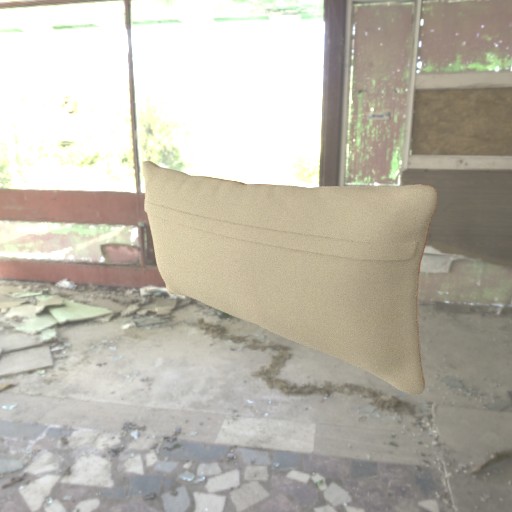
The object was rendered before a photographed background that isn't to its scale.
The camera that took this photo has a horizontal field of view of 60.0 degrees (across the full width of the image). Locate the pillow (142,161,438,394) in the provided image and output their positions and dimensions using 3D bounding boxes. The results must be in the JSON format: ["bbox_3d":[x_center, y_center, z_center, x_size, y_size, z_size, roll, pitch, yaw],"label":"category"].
[{"bbox_3d":[0.000,0.000,0.738,0.155,0.292,0.609,-14,20,-42],"label":"pillow"}]
